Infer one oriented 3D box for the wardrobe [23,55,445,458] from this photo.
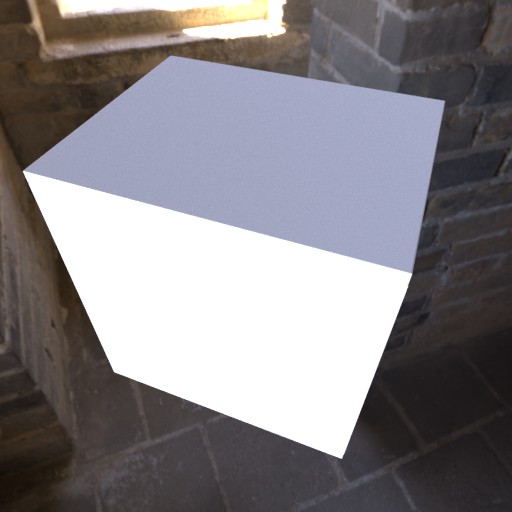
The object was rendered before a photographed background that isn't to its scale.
[{"bbox_3d":[0.000,0.000,0.833,0.500,0.520,0.400,16,48,15],"label":"wardrobe"}]
